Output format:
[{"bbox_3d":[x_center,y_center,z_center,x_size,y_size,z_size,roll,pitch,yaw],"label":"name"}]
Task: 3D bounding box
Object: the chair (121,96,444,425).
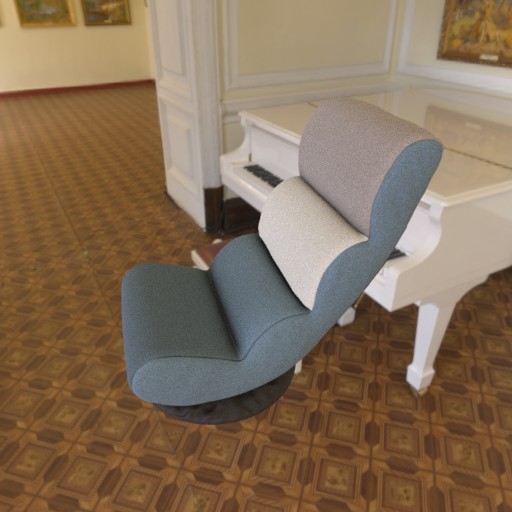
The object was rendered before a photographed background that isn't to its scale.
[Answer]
[{"bbox_3d":[0.000,0.000,1.059,0.661,0.641,0.420,-9,32,-14],"label":"chair"}]
